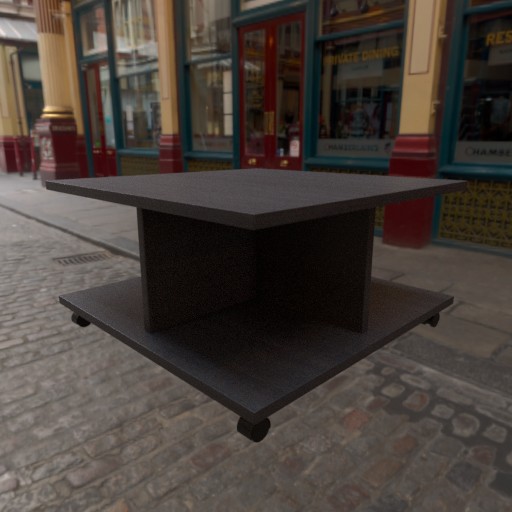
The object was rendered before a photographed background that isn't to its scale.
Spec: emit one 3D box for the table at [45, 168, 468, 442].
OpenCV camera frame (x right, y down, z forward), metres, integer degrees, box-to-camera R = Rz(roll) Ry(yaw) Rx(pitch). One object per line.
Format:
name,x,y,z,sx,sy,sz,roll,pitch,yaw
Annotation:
table,0.000,0.000,1.178,0.762,0.396,0.762,-14,20,-43
